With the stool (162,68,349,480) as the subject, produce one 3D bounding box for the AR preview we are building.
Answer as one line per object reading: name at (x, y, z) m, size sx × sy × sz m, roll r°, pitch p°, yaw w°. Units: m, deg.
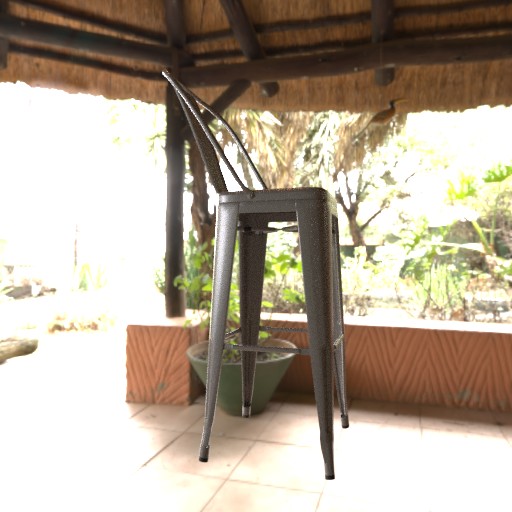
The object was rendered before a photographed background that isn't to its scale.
stool at (0.000, 0.000, 1.326) m, size 0.513 × 1.096 × 0.399 m, roll 0°, pitch -1°, yaw 17°
